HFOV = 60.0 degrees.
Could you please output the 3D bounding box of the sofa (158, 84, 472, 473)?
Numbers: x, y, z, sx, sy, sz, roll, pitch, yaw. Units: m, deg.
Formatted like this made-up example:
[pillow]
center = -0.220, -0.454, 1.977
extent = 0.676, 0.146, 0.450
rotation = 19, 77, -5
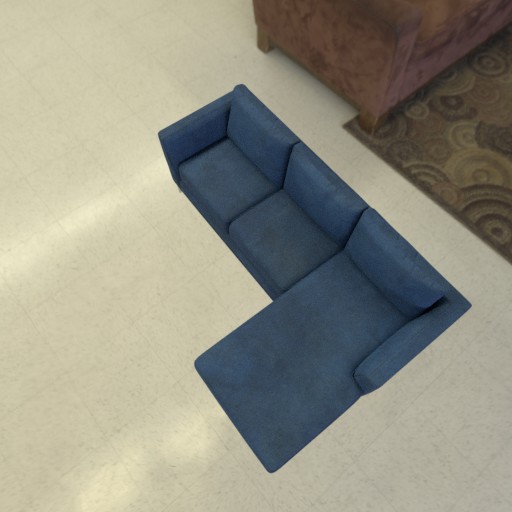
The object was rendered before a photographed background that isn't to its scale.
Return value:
[sofa]
center = 0.000, 0.000, 3.244
extent = 1.622, 0.987, 2.438
rotation = -35, 69, -16
